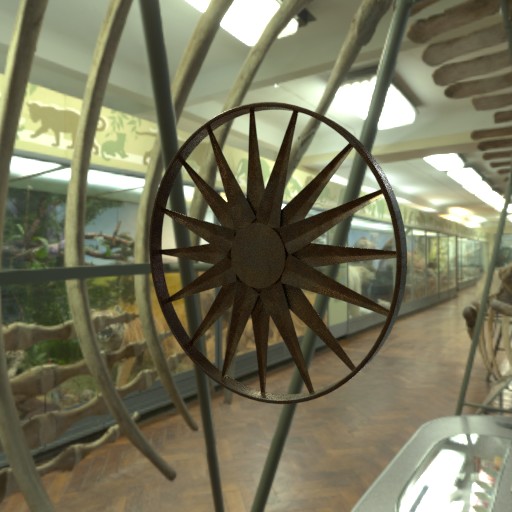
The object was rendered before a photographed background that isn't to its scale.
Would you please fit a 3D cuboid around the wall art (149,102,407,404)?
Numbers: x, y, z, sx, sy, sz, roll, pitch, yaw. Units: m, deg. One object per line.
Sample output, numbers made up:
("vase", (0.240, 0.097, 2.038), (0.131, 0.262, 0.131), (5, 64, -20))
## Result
("wall art", (0.000, 0.000, 0.879), (0.582, 0.583, 0.084), (0, 0, 35))
